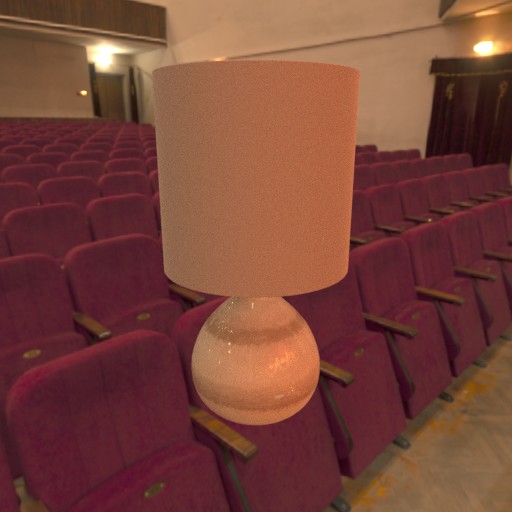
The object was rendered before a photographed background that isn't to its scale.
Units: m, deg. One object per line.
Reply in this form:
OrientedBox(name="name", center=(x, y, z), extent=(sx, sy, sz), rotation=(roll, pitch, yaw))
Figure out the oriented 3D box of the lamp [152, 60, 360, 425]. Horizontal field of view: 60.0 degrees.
OrientedBox(name="lamp", center=(0.000, 0.000, 0.529), extent=(0.217, 0.404, 0.217), rotation=(-16, 23, -43))
